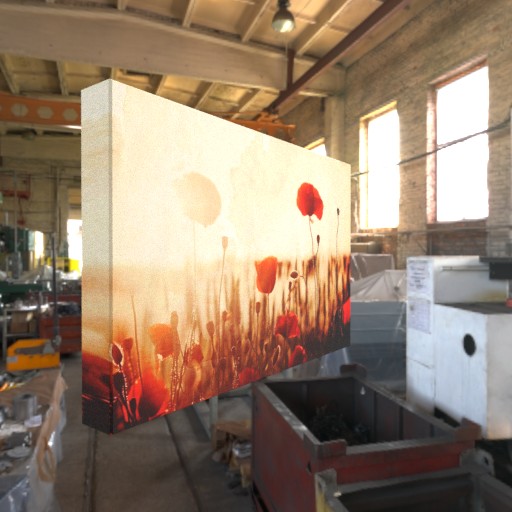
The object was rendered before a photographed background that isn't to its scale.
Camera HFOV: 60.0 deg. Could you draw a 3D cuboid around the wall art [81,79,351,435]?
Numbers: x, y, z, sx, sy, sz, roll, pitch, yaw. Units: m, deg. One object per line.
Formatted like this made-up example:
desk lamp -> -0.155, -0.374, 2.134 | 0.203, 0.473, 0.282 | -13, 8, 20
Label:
wall art -> 0.000, 0.000, 0.473 | 0.037, 0.251, 0.383 | 0, 1, 38
